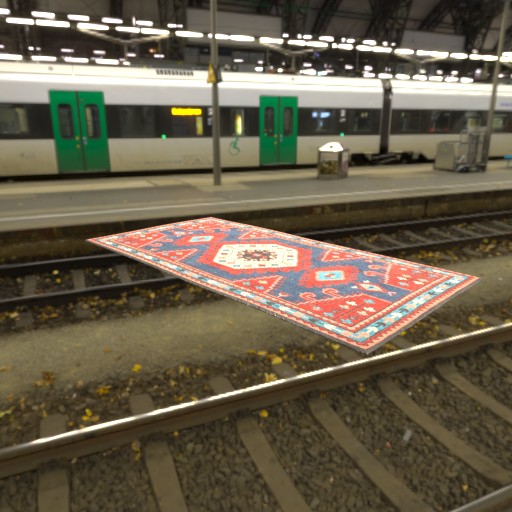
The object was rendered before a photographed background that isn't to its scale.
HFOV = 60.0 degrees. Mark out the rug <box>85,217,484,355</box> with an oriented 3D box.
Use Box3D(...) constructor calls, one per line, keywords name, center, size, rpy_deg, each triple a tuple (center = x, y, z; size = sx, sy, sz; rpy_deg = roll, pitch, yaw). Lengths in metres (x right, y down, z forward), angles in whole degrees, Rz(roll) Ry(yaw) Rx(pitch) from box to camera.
Box3D(name="rug", center=(0.000, 0.000, 3.641), size=(1.522, 0.034, 3.032), rpy_deg=(-16, 23, -42))
